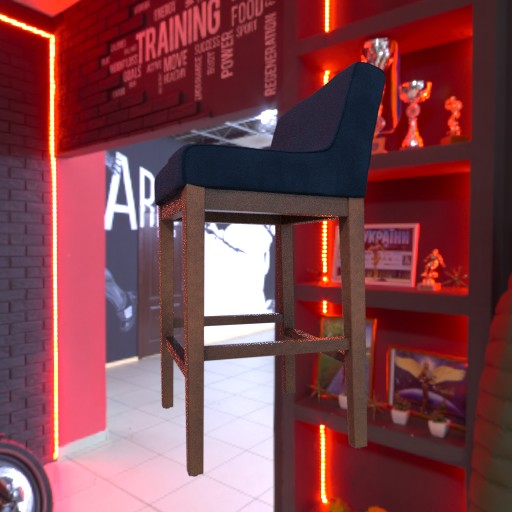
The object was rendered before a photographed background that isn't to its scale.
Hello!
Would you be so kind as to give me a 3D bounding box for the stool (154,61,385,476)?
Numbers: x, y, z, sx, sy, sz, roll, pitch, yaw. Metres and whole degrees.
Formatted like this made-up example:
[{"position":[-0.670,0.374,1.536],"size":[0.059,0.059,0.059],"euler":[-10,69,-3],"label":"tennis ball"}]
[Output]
[{"position":[0.000,0.000,1.237],"size":[0.516,0.945,0.511],"euler":[0,1,-19],"label":"stool"}]
